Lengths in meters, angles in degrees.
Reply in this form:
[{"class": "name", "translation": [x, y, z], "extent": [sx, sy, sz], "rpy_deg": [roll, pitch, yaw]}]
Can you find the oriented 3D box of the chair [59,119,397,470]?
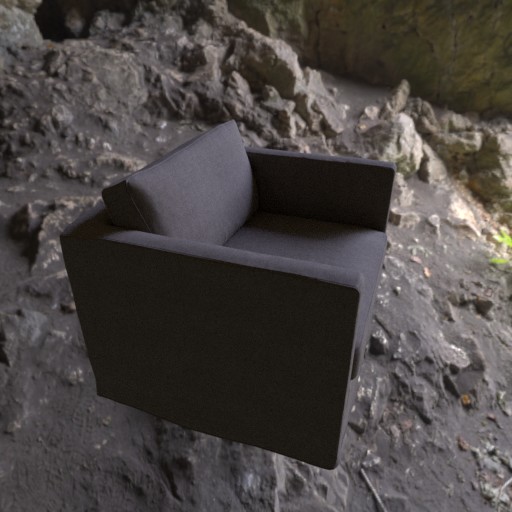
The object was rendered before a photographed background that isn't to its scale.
[{"class": "chair", "translation": [0.000, 0.000, 1.752], "extent": [0.949, 0.863, 1.057], "rpy_deg": [10, 32, 17]}]
